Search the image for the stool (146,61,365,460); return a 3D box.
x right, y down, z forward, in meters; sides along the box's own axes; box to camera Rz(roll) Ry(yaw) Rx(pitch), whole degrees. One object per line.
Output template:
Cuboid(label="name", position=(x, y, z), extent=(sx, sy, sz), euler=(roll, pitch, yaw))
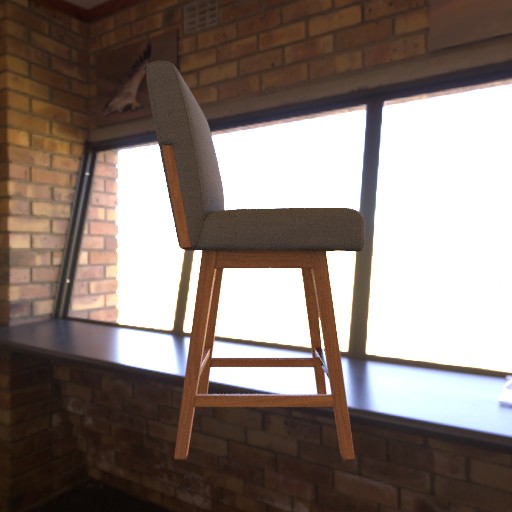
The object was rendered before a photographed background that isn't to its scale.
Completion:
Cuboid(label="stool", position=(0.000, 0.000, 1.337), extent=(0.570, 1.019, 0.459), euler=(0, 0, 0))
